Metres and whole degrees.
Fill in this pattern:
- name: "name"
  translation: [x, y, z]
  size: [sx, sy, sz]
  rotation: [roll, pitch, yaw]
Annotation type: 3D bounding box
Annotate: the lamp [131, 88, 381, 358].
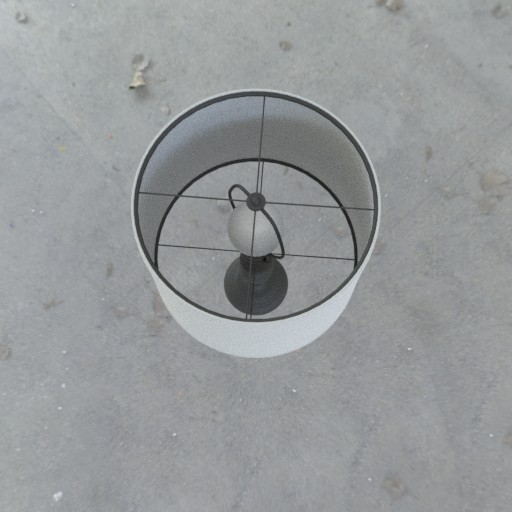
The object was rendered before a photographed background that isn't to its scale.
- name: "lamp"
  translation: [0.000, 0.000, 0.691]
  size: [0.310, 0.501, 0.310]
  rotation: [0, 77, 0]
